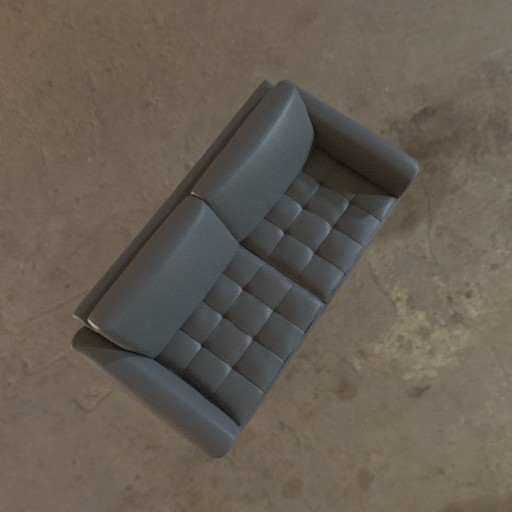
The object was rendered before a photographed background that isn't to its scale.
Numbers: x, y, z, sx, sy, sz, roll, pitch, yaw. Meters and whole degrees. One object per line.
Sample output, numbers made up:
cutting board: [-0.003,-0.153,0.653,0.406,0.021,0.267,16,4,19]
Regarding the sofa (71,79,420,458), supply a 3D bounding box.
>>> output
sofa: [0.000,0.000,2.767,1.121,0.930,2.177,35,78,8]
